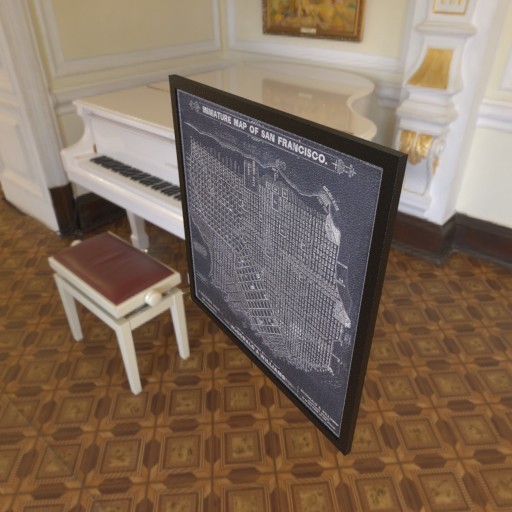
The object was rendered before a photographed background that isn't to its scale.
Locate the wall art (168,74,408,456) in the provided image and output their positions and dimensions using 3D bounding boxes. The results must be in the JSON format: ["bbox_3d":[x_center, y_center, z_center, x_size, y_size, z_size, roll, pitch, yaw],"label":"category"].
[{"bbox_3d":[0.000,0.000,1.207,0.022,0.807,0.807,-22,39,-30],"label":"wall art"}]
